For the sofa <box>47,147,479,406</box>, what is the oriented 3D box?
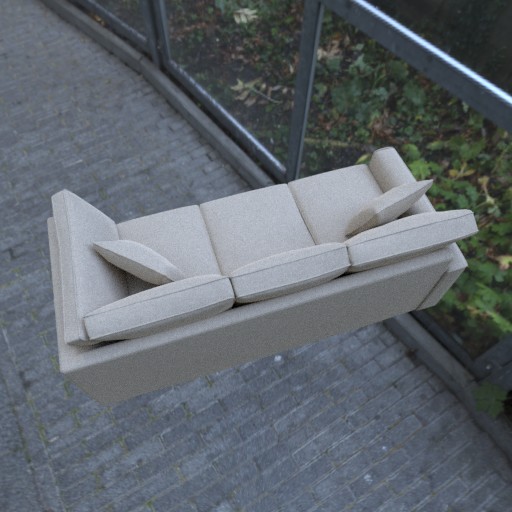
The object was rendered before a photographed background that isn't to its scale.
[{"bbox_3d":[0.000,0.000,2.806,2.317,0.962,1.061,-15,60,-9],"label":"sofa"}]
